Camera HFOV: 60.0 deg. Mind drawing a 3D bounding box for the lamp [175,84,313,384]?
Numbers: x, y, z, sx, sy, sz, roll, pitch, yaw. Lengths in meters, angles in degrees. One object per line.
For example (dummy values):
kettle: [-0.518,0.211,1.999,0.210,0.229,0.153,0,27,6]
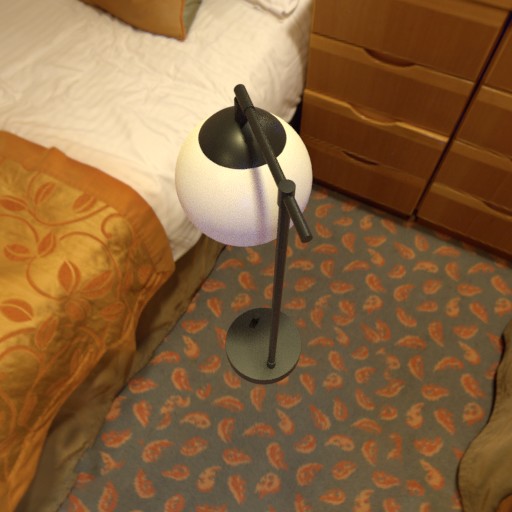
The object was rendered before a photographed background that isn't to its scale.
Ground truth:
lamp: [0.000,0.000,0.714,0.197,0.559,0.316,-15,59,-9]
